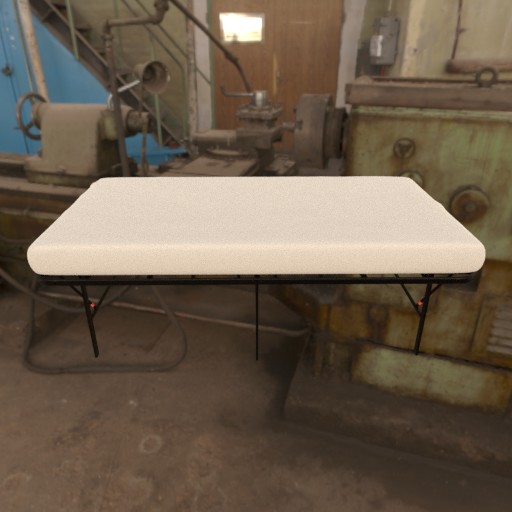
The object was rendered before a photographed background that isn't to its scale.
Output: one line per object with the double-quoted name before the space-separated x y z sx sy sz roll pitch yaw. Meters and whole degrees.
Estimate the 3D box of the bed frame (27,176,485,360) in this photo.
"bed frame" 0.000 0.000 2.345 1.903 0.619 0.989 0 27 -1
